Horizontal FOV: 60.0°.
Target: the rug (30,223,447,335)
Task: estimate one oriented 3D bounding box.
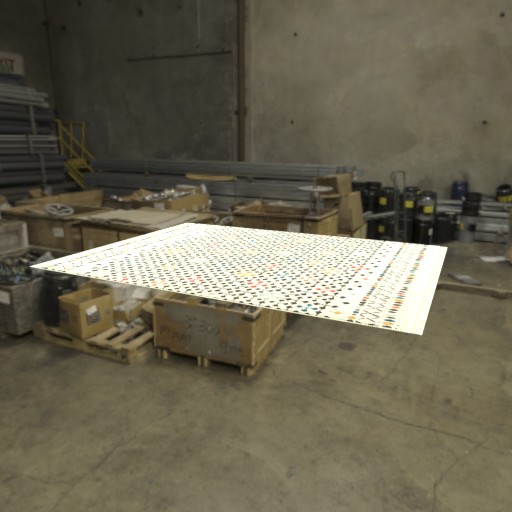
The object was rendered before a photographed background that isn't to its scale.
[{"bbox_3d":[0.000,0.000,2.031,1.556,0.006,1.146,7,16,25],"label":"rug"}]
